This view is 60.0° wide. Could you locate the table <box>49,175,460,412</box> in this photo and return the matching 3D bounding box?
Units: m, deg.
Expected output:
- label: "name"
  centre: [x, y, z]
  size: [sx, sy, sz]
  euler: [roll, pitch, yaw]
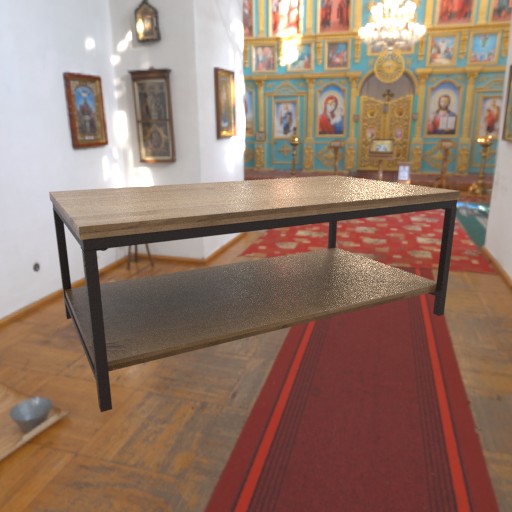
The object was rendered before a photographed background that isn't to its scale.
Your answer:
- label: "table"
  centre: [0.000, 0.000, 1.352]
  size: [1.062, 0.393, 0.574]
  euler: [-8, 18, -28]
